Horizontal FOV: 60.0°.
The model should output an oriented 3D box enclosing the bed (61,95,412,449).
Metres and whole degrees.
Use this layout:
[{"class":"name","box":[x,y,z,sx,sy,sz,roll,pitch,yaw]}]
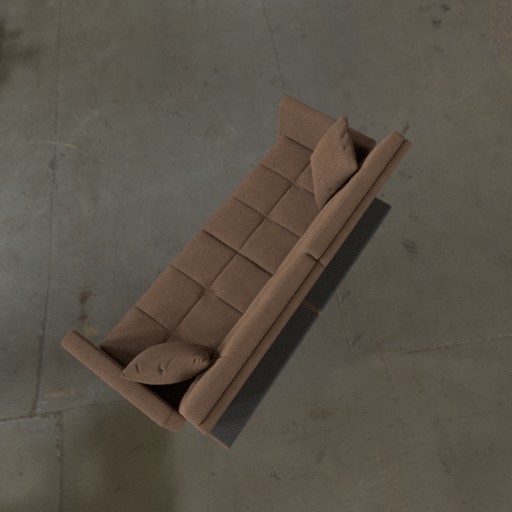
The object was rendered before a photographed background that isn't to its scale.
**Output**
[{"class":"bed","box":[0.000,0.000,2.406,0.889,0.787,1.905,33,69,14]}]
